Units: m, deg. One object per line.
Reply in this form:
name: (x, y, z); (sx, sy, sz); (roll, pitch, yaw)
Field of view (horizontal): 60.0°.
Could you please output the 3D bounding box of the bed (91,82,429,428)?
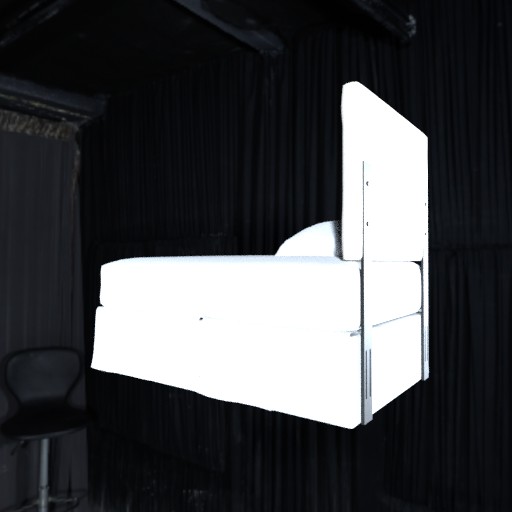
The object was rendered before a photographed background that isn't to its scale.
bed: (0.000, 0.000, 3.024); (1.997, 1.571, 1.261); (0, -1, 36)
